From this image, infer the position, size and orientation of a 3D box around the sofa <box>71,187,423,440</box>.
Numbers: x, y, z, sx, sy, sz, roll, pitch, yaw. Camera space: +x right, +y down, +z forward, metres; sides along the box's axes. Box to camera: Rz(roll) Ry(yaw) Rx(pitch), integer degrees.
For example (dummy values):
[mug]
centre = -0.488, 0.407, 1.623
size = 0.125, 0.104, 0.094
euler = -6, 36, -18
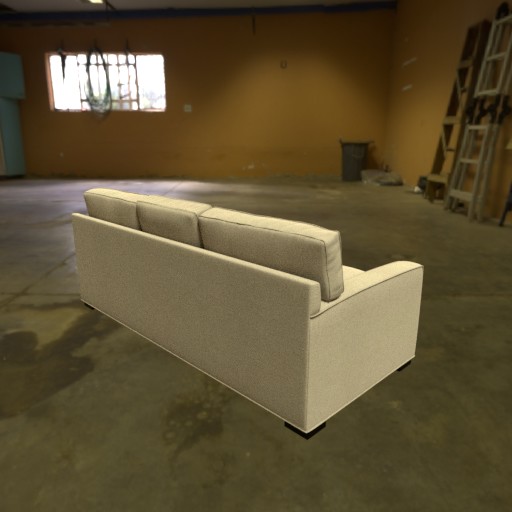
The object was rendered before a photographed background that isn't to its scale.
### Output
[sofa]
centre = 0.000, 0.000, 2.874
size = 1.496, 0.861, 2.087
euler = -15, 21, -43
